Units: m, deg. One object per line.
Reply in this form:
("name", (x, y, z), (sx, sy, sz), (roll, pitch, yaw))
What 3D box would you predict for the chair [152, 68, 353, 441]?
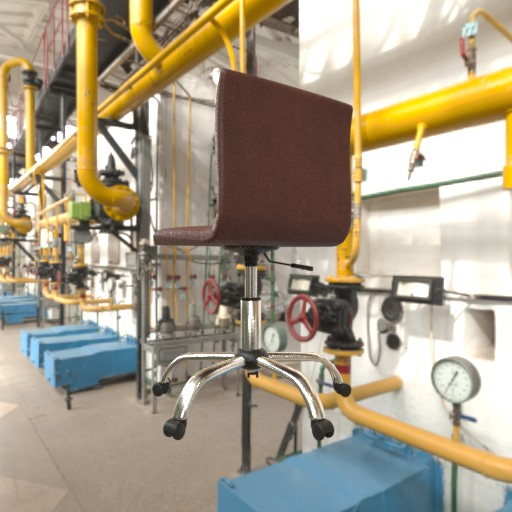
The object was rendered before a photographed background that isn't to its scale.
("chair", (0.000, 0.000, 1.146), (0.556, 0.780, 0.530), (0, -1, -35))
